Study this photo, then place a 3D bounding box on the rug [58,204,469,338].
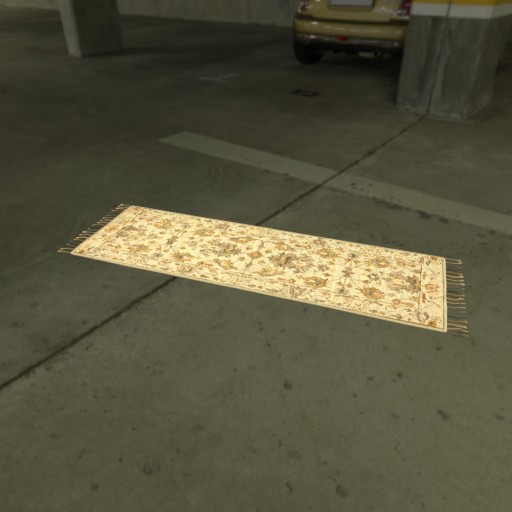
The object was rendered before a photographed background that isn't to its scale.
[{"bbox_3d":[0.000,0.000,2.770,2.438,0.021,0.729,11,34,16],"label":"rug"}]
